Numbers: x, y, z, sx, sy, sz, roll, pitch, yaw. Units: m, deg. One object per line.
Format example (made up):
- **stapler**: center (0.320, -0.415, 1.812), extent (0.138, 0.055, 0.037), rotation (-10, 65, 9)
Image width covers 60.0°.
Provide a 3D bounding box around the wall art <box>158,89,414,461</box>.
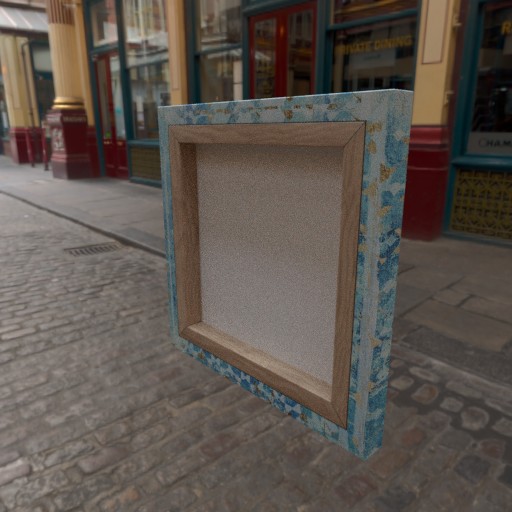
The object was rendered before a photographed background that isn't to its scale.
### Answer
- **wall art**: center (0.000, 0.000, 0.612), extent (0.037, 0.405, 0.405), rotation (-14, 21, -42)
